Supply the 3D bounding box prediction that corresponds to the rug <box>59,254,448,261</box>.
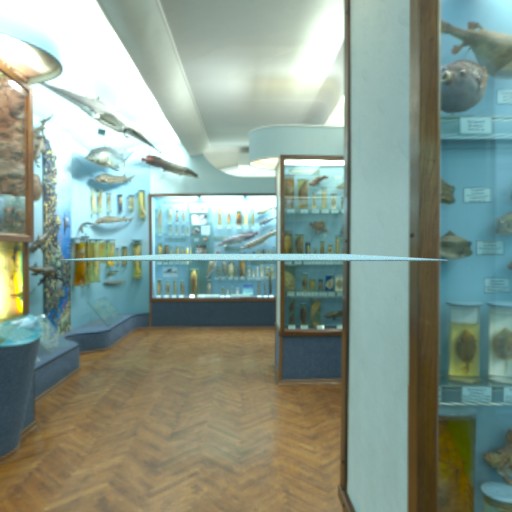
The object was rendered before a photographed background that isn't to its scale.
[{"bbox_3d":[0.000,0.000,3.701,1.982,0.006,2.895,0,1,1],"label":"rug"}]
